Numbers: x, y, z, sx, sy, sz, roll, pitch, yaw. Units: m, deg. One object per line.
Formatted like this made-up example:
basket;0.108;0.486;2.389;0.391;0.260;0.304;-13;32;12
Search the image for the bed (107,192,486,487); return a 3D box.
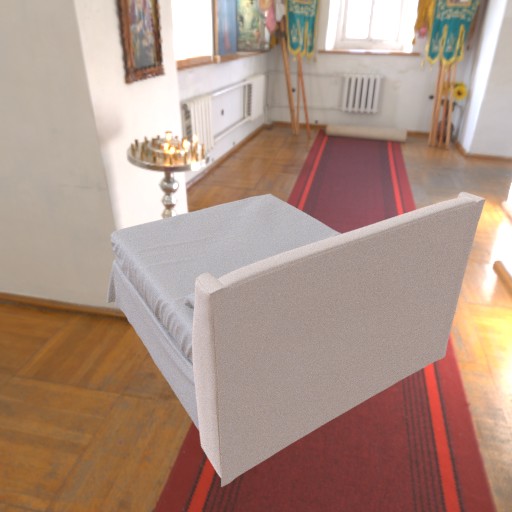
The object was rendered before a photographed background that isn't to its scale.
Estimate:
bed;0.000;0.000;3.388;1.925;1.332;2.276;-17;34;-28
